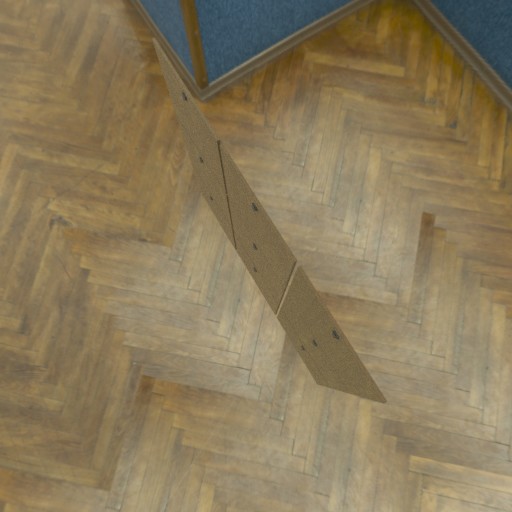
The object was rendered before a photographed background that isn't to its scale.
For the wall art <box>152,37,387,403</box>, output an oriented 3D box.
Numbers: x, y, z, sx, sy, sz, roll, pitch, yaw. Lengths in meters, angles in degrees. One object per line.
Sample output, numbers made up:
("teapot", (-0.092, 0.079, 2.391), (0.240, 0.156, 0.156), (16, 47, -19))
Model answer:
("wall art", (0.000, 0.000, 2.249), (0.023, 1.522, 1.526), (-30, 78, -7))
